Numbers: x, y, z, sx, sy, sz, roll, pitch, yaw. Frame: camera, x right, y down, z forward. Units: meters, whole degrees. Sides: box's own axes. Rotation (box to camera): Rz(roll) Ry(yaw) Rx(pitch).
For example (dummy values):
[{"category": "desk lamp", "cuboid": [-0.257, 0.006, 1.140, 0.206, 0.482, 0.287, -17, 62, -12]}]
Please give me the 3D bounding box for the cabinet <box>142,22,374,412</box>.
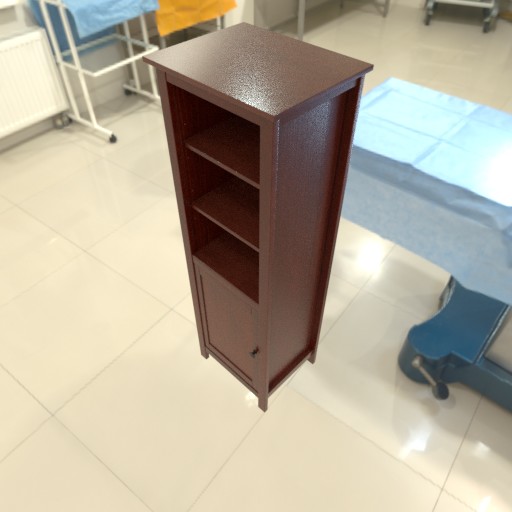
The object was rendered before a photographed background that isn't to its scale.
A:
[{"category": "cabinet", "cuboid": [0.000, 0.000, 1.752, 0.500, 1.518, 0.401, 34, 54, 29]}]
